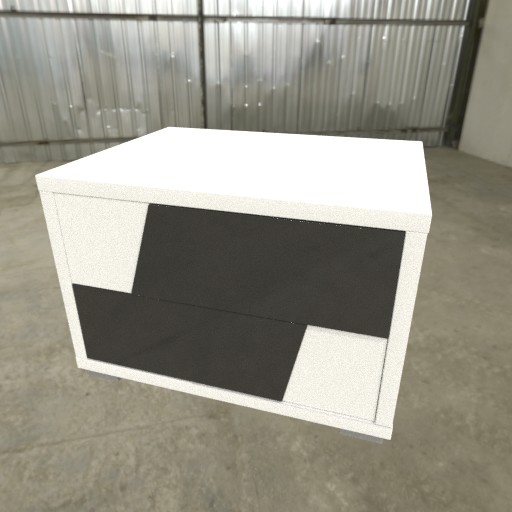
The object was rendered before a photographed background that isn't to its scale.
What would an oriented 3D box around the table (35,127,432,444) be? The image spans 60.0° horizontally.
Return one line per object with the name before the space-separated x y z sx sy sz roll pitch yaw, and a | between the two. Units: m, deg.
table | 0.000 0.000 0.791 0.517 0.357 0.399 8 27 15
